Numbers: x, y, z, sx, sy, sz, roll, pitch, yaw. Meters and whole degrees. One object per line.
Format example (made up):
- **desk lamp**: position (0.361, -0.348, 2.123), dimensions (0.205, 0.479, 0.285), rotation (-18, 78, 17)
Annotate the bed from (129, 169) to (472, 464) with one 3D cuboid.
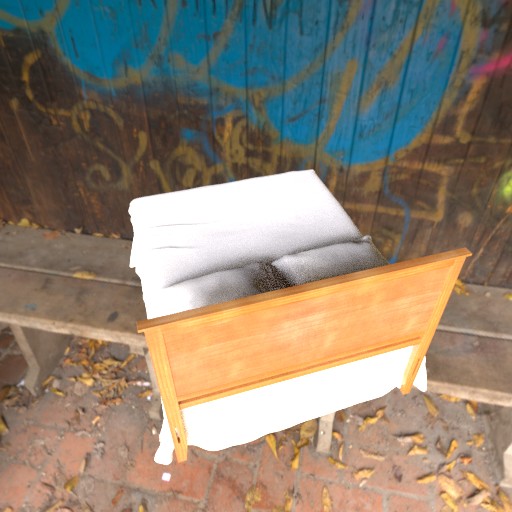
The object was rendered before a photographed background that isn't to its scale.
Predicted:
- **bed**: position (0.000, 0.000, 3.163), dimensions (1.870, 1.273, 2.035), rotation (-12, 43, -13)
